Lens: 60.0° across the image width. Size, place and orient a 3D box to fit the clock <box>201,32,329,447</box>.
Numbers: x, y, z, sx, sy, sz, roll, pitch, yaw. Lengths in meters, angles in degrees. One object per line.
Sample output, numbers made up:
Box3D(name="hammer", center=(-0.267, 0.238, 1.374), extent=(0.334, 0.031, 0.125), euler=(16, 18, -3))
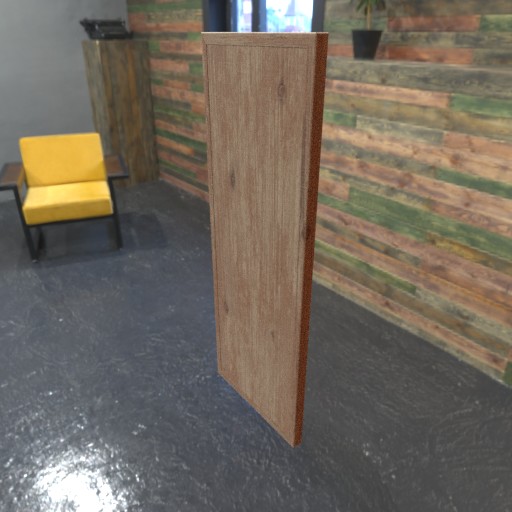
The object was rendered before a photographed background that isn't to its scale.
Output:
Box3D(name="clock", center=(0.000, 0.000, 1.071), extent=(0.030, 0.965, 0.361), euler=(-19, 32, -33))
